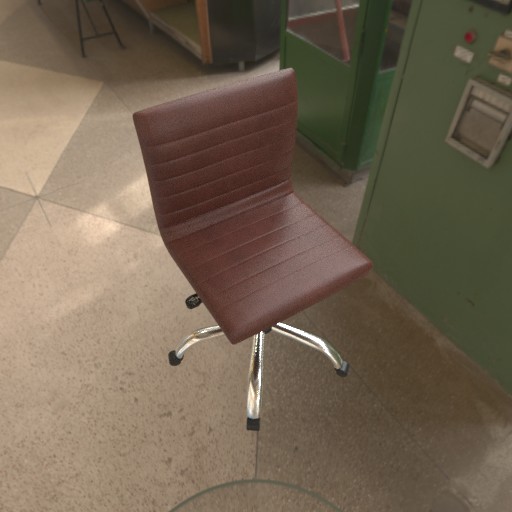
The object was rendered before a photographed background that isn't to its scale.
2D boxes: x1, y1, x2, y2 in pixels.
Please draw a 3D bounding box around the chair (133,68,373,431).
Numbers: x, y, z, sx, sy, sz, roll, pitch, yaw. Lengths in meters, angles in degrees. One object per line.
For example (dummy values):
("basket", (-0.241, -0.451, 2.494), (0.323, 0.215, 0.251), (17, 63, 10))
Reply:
("chair", (0.000, 0.000, 1.141), (0.556, 0.780, 0.530), (-24, 52, -21))
